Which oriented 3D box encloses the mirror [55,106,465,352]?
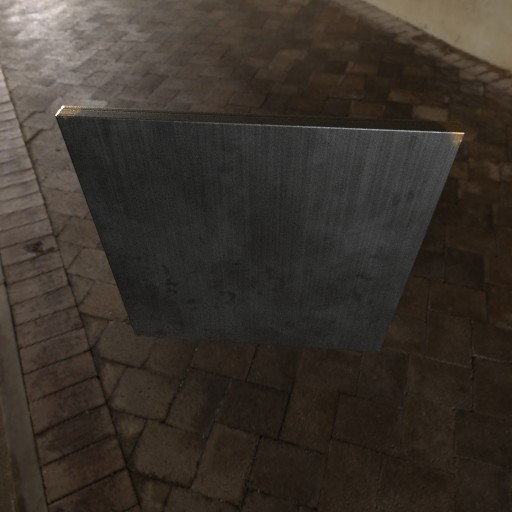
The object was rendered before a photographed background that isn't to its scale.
[{"bbox_3d":[0.000,0.000,0.557,0.382,0.381,0.020,3,47,3],"label":"mirror"}]
